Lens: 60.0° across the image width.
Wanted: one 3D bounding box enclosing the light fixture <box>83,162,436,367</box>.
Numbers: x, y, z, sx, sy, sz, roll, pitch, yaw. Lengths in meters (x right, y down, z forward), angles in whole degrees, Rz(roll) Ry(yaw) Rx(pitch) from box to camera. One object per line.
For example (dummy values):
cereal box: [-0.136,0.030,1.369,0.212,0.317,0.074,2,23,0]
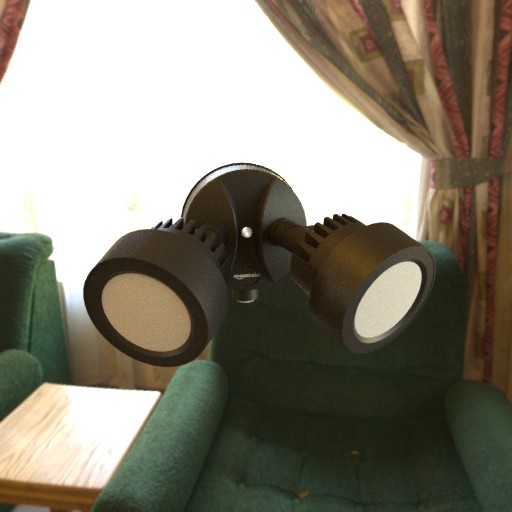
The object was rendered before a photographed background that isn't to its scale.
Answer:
light fixture: [0.000,0.000,0.314,0.213,0.120,0.168,-2,16,-8]
